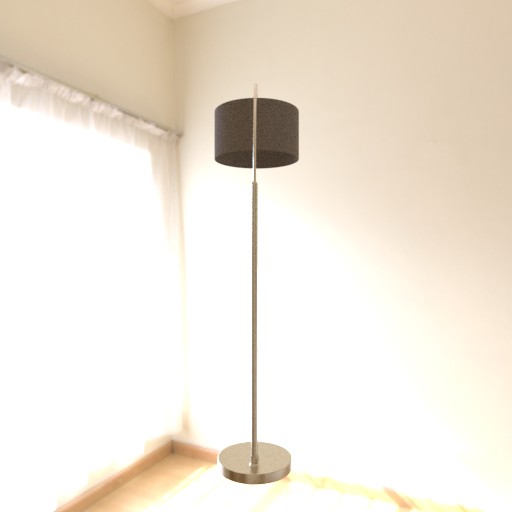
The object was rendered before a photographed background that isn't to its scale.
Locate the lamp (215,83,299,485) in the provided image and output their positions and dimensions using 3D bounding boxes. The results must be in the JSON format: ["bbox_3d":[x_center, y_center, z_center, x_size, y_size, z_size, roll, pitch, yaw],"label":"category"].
[{"bbox_3d":[0.000,0.000,2.145,0.452,1.735,0.934,0,0,1],"label":"lamp"}]
